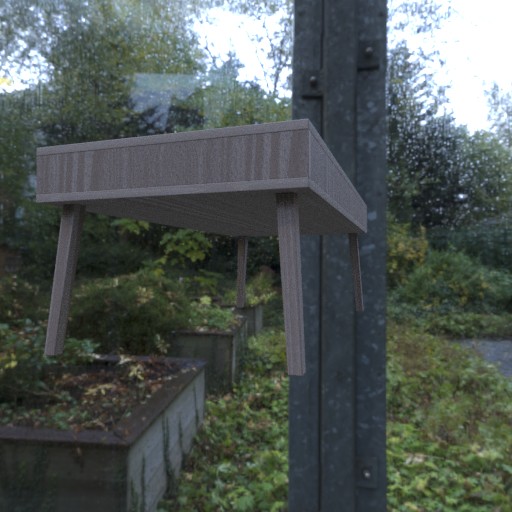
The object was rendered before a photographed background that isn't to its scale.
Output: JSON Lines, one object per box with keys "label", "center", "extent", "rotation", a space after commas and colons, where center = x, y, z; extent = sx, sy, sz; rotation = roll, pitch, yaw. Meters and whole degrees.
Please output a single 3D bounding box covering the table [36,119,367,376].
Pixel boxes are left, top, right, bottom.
{"label": "table", "center": [0.000, 0.000, 1.428], "extent": [0.600, 0.450, 1.200], "rotation": [0, -1, 19]}
